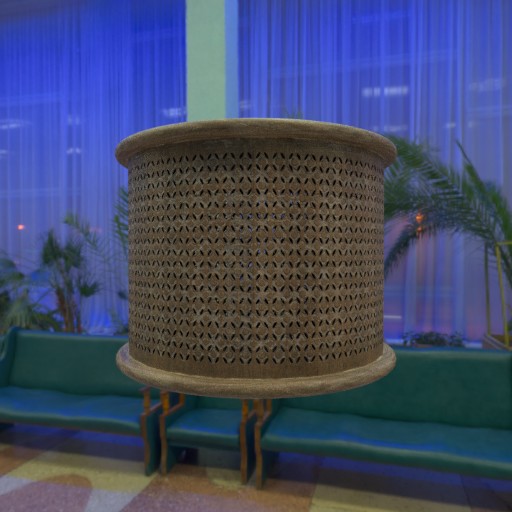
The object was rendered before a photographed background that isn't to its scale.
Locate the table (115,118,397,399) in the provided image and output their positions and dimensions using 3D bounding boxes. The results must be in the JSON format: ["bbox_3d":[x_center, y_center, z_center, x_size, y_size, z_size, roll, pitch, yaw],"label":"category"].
[{"bbox_3d":[0.000,0.000,1.003,0.607,0.450,0.607,0,1,0],"label":"table"}]
